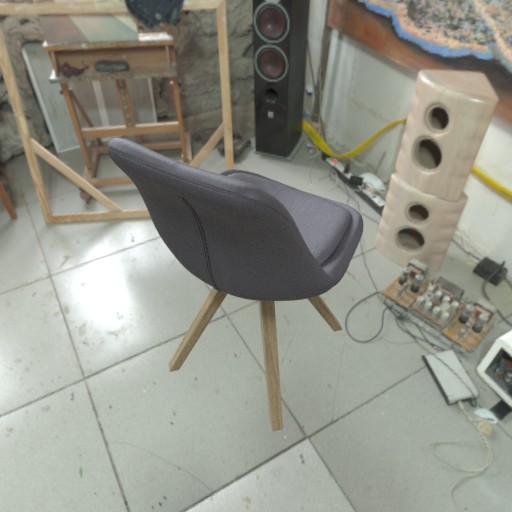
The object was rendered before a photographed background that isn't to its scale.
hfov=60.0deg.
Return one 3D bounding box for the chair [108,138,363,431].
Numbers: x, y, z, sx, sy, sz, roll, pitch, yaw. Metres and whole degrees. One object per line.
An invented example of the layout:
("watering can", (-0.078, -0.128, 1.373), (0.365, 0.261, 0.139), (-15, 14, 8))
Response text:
("chair", (0.000, 0.000, 1.167), (0.483, 0.865, 0.547), (23, 50, 21))
